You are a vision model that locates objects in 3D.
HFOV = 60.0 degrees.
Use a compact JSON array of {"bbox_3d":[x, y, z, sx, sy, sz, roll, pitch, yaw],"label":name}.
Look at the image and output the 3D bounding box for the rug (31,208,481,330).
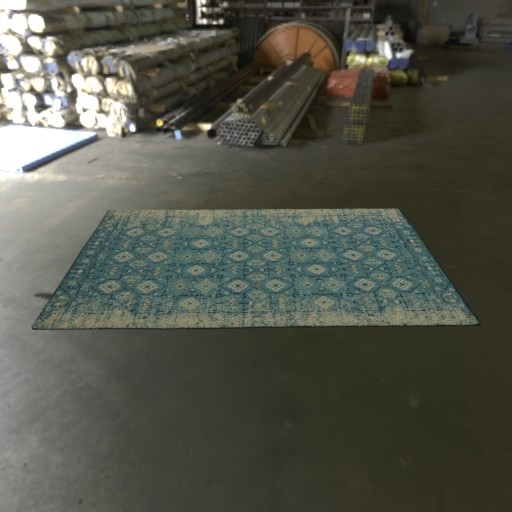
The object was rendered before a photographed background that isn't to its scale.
[{"bbox_3d":[0.000,0.000,3.045,2.449,0.015,1.530,0,30,-1],"label":"rug"}]
